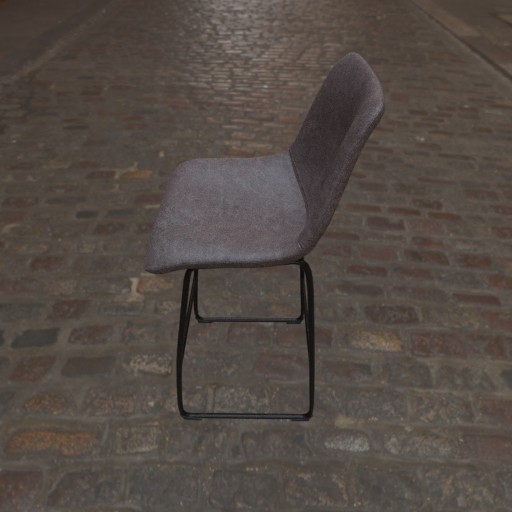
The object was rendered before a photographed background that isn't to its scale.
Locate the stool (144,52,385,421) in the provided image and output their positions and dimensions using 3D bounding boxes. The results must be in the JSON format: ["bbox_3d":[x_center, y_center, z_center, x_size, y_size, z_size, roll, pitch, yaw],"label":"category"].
[{"bbox_3d":[0.000,0.000,1.349,0.561,1.082,0.514,0,40,1],"label":"stool"}]
